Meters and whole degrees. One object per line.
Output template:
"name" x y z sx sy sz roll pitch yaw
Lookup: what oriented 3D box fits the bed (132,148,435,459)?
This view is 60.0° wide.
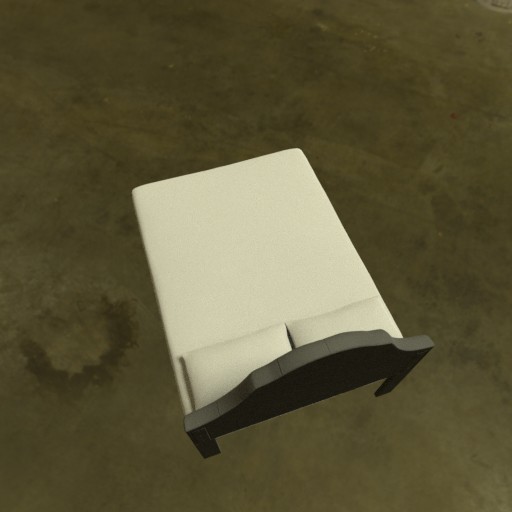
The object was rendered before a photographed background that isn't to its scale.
"bed" 0.000 0.000 3.245 1.636 1.575 2.155 -16 60 -10
